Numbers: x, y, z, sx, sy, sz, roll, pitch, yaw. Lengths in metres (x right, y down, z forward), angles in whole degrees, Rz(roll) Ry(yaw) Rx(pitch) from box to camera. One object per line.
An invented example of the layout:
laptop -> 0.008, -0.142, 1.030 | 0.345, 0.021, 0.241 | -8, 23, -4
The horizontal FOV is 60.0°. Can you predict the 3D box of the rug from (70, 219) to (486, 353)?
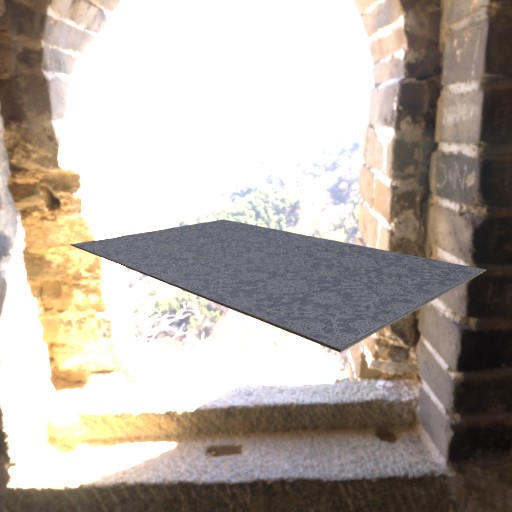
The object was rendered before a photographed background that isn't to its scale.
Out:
rug -> 0.000, 0.000, 3.002 | 1.515, 0.010, 2.430 | -14, 20, -43
